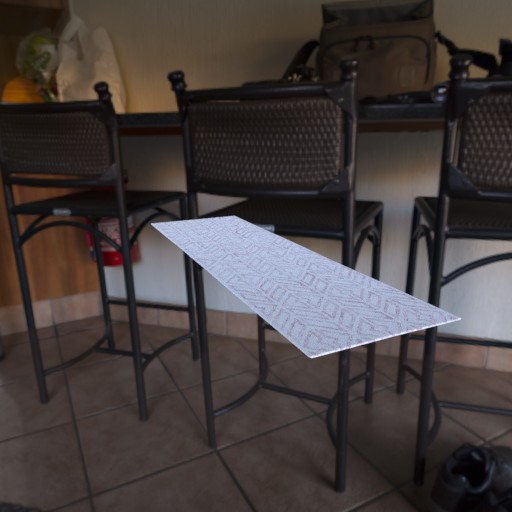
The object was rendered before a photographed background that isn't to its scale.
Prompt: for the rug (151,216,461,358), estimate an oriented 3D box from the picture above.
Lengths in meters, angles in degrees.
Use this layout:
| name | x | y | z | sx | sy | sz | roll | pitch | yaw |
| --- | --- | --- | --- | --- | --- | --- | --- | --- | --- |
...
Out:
| name | x | y | z | sx | sy | sz | roll | pitch | yaw |
| --- | --- | --- | --- | --- | --- | --- | --- | --- | --- |
| rug | 0.000 | 0.000 | 2.763 | 0.750 | 0.009 | 2.435 | -8 | 18 | -25 |
